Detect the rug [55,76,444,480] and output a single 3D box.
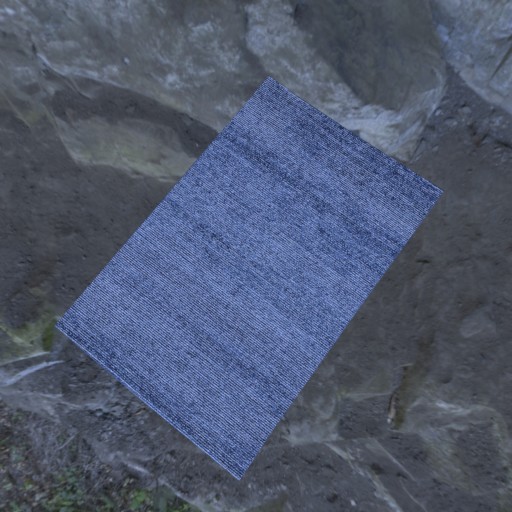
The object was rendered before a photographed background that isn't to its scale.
[{"bbox_3d":[0.000,0.000,2.220,1.135,0.010,1.740,37,79,8],"label":"rug"}]
